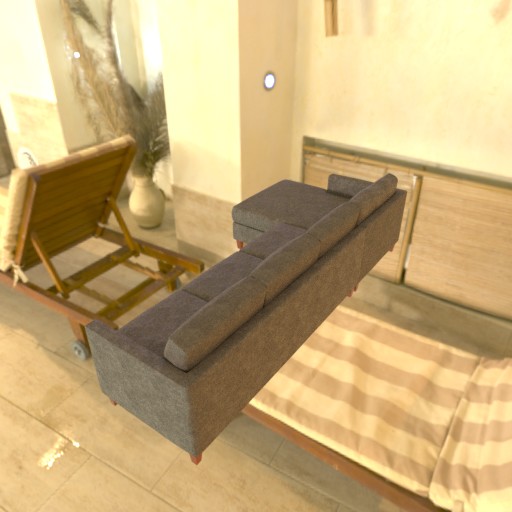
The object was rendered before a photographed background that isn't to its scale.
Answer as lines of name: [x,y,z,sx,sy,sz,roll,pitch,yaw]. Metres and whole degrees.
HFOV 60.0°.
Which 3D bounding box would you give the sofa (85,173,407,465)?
sofa: [0.000,0.000,4.141,1.606,0.954,3.471,20,37,30]
